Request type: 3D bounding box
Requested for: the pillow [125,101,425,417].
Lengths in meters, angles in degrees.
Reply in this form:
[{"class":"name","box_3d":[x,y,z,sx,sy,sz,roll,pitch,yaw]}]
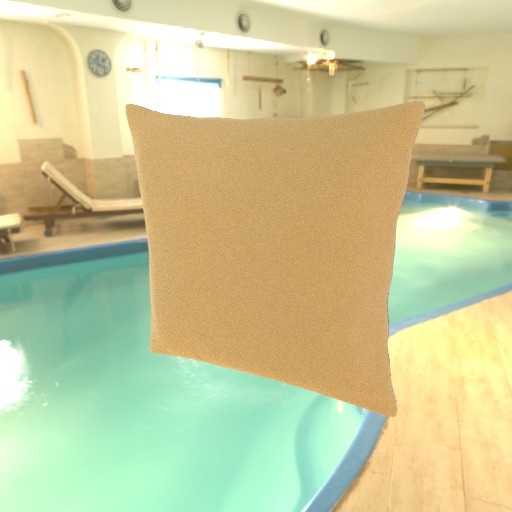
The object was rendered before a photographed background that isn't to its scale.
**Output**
[{"class":"pillow","box_3d":[0.000,0.000,0.778,0.523,0.510,0.166,9,20,25]}]
